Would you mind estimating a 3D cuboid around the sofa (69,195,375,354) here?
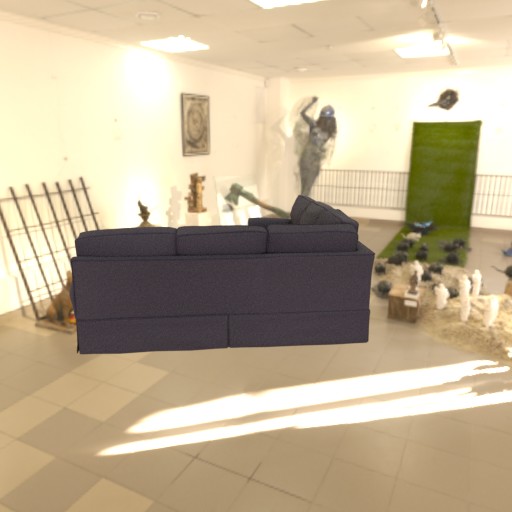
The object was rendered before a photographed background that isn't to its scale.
[{"bbox_3d":[0.000,0.000,5.108,2.874,1.169,3.773,7,17,25],"label":"sofa"}]
